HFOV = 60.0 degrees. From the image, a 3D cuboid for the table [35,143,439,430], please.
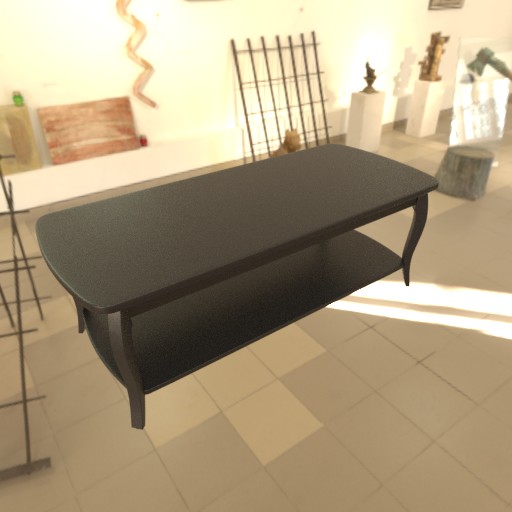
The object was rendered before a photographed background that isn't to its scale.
[{"bbox_3d":[0.000,0.000,1.593,1.333,0.457,0.571,-21,37,-30],"label":"table"}]
